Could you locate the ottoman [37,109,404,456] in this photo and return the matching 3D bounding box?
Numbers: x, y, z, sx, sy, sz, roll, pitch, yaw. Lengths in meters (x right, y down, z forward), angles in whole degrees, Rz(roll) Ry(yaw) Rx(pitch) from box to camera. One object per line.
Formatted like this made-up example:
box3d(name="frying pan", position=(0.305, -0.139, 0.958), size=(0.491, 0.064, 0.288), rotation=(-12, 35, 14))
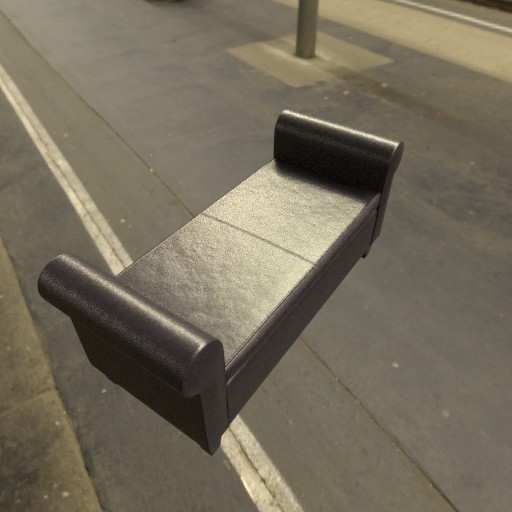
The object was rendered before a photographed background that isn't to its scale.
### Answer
box3d(name="ottoman", position=(0.000, 0.000, 1.563), size=(0.521, 0.547, 1.256), rotation=(25, 48, 25))
